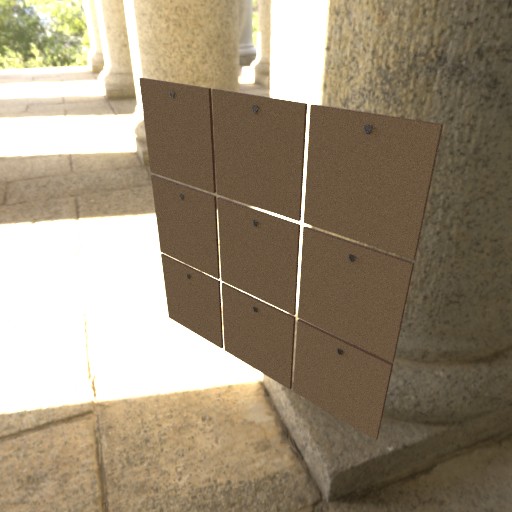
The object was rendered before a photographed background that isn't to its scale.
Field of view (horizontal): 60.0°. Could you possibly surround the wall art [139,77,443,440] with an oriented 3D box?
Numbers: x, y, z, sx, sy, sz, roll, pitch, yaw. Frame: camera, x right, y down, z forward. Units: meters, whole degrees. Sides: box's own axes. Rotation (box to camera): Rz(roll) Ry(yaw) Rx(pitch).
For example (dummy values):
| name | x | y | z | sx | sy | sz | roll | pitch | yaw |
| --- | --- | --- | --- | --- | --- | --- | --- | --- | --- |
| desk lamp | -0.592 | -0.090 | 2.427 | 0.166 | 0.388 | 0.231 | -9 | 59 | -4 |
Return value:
| name | x | y | z | sx | sy | sz | roll | pitch | yaw |
| --- | --- | --- | --- | --- | --- | --- | --- | --- | --- |
| wall art | 0.000 | 0.000 | 1.764 | 1.221 | 1.218 | 0.019 | 22 | 37 | 33 |
